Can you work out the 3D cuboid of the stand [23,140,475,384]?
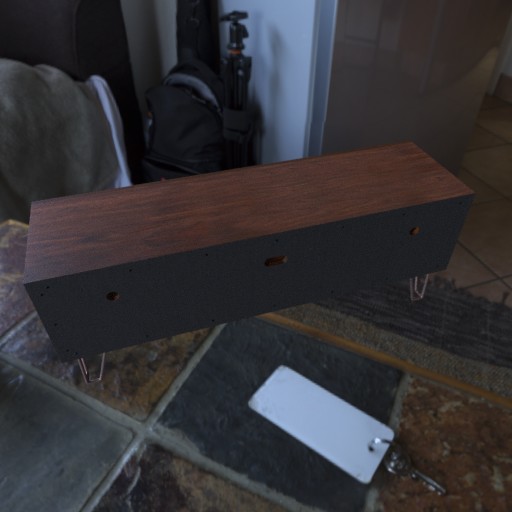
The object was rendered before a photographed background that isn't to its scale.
[{"bbox_3d":[0.000,0.000,1.894,1.626,0.610,0.481,-12,43,-13],"label":"stand"}]
